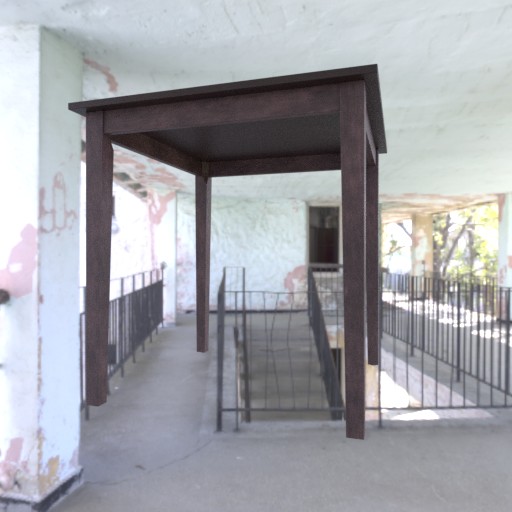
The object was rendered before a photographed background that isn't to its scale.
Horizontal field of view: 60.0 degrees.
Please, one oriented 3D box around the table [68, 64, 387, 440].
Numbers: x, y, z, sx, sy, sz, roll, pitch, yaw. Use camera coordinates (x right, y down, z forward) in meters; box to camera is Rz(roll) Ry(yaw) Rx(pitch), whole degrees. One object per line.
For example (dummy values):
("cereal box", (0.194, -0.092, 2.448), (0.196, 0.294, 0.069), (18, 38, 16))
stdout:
("table", (0.000, 0.000, 1.354), (0.749, 0.770, 0.749), (0, 0, 18))
